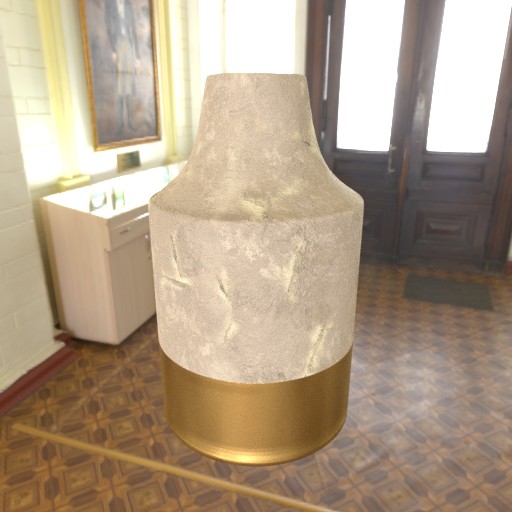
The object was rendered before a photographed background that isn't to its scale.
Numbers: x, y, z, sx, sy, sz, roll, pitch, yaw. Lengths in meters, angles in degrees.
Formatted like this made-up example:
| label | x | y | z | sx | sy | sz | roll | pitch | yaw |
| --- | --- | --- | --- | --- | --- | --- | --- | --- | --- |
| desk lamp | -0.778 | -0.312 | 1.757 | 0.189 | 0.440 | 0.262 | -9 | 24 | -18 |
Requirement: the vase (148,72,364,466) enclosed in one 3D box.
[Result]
| label | x | y | z | sx | sy | sz | roll | pitch | yaw |
| --- | --- | --- | --- | --- | --- | --- | --- | --- | --- |
| vase | 0.000 | 0.000 | 0.403 | 0.184 | 0.305 | 0.184 | 0 | 19 | 0 |
